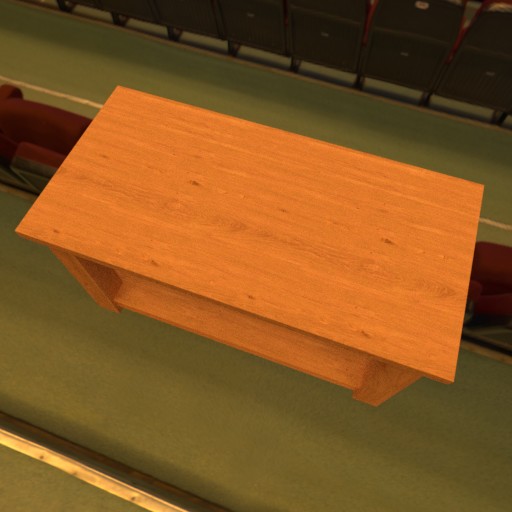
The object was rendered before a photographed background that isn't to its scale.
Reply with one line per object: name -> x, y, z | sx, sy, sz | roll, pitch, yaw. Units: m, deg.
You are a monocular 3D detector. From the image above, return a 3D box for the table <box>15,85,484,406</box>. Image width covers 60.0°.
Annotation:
table -> 0.000, 0.000, 1.143 | 0.899, 0.452, 0.450 | 18, 64, 9
